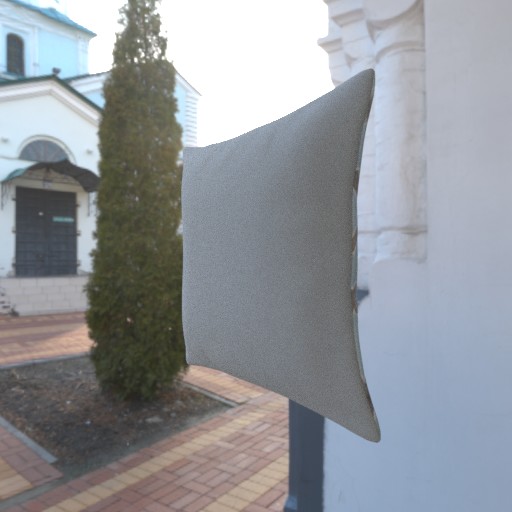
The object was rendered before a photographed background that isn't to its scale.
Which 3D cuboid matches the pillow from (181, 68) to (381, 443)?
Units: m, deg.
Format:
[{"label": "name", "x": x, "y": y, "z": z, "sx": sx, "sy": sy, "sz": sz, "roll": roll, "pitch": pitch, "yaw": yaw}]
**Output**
[{"label": "pillow", "x": 0.000, "y": 0.000, "z": 0.818, "sx": 0.166, "sy": 0.508, "sz": 0.552, "roll": 0, "pitch": 0, "yaw": -36}]
